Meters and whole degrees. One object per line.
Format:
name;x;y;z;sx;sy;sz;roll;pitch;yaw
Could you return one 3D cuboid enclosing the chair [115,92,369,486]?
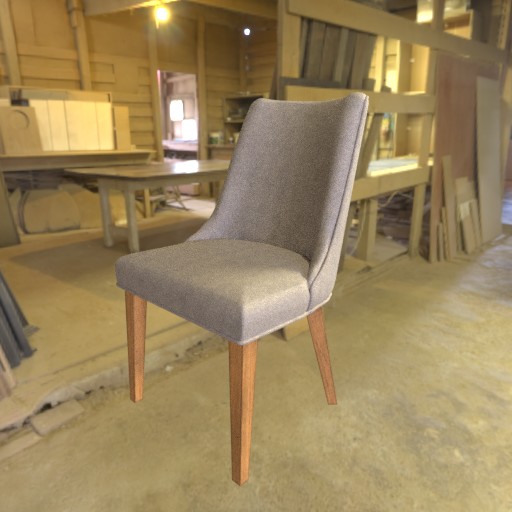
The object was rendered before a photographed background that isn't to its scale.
chair;0.000;0.000;1.313;0.548;0.916;0.636;15;22;42
